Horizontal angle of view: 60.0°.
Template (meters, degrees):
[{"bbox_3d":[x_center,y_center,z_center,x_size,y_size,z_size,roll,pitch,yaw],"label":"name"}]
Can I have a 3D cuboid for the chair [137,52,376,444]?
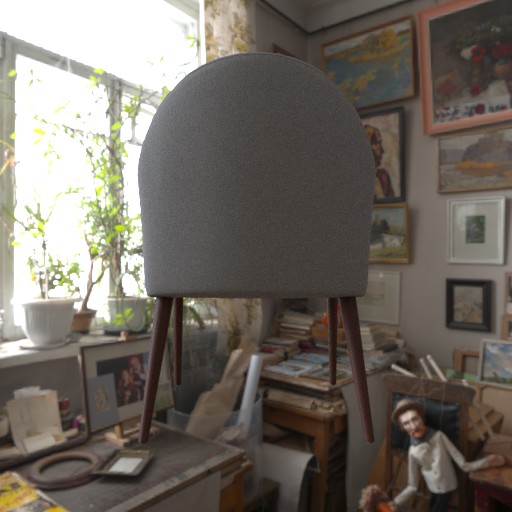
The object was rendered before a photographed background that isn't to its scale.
[{"bbox_3d":[0.000,0.000,1.266,0.610,0.889,0.620,0,-1,0],"label":"chair"}]
